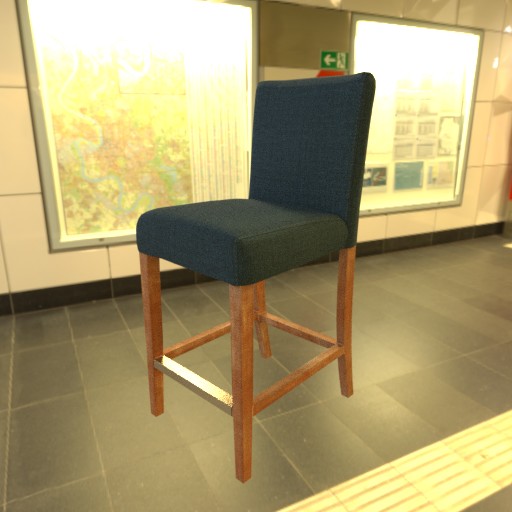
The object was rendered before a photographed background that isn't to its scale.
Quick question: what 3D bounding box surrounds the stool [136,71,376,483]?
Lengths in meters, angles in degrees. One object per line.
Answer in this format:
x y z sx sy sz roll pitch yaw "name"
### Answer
0.000 0.000 1.332 0.454 1.039 0.567 15 22 42 "stool"
